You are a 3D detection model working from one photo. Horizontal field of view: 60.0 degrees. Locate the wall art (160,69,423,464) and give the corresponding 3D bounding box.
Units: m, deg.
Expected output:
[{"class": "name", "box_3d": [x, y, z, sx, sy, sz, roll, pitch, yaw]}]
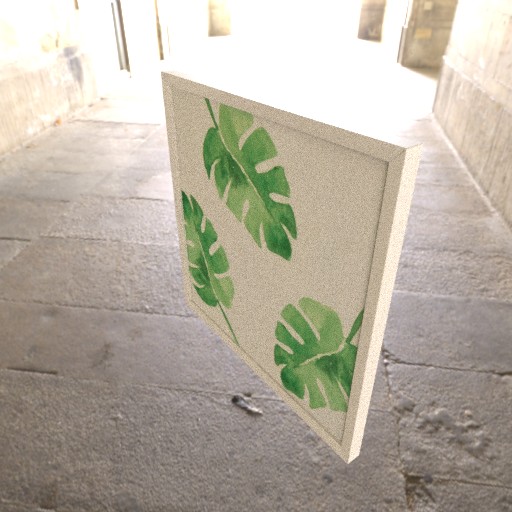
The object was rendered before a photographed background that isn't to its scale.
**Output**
[{"class": "wall art", "box_3d": [0.000, 0.000, 1.103, 0.040, 0.762, 0.762, -22, 39, -31]}]
